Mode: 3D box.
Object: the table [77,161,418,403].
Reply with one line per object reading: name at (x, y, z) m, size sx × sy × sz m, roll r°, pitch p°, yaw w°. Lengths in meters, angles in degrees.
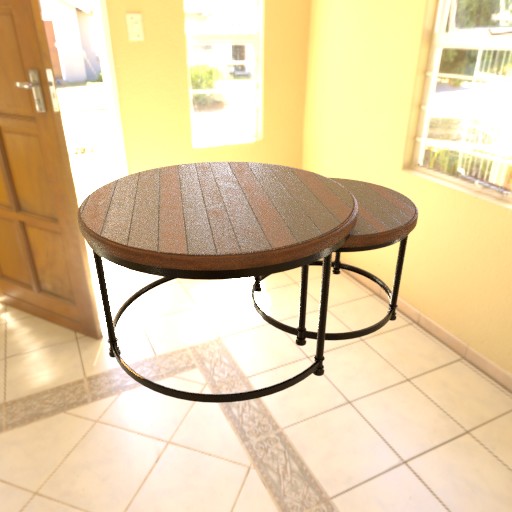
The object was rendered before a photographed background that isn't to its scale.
table at (0.000, 0.000, 1.615) m, size 1.152 × 0.516 × 0.870 m, roll -18°, pitch 32°, yaw -31°
